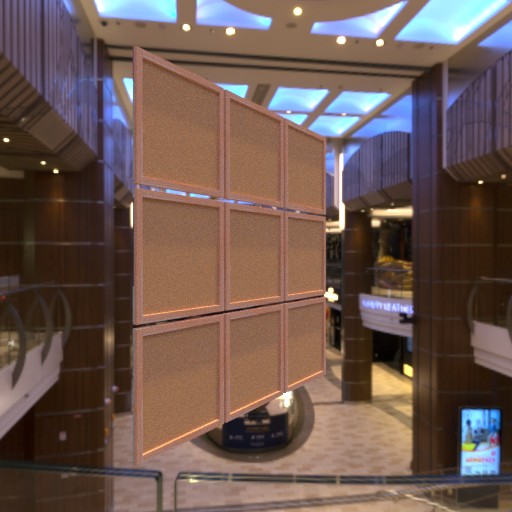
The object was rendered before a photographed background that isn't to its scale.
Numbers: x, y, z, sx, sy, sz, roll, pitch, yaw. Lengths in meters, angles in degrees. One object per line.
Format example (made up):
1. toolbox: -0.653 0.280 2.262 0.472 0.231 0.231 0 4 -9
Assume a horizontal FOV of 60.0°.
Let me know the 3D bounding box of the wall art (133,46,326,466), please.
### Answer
1. wall art: 0.000 0.000 1.333 0.012 0.910 0.911 0 0 35
